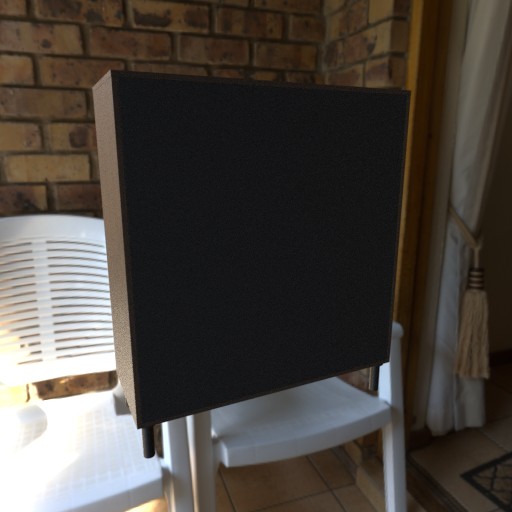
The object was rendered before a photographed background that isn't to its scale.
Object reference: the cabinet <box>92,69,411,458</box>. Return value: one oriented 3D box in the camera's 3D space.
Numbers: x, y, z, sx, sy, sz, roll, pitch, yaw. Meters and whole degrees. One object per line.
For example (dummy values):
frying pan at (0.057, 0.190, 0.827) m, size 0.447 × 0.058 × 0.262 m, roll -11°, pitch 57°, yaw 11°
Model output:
cabinet at (0.000, 0.000, 1.648) m, size 1.010 × 1.170 × 0.400 m, roll -7°, pitch 16°, yaw -25°
